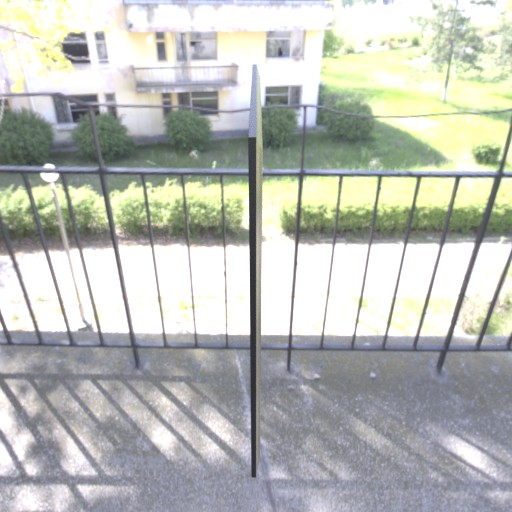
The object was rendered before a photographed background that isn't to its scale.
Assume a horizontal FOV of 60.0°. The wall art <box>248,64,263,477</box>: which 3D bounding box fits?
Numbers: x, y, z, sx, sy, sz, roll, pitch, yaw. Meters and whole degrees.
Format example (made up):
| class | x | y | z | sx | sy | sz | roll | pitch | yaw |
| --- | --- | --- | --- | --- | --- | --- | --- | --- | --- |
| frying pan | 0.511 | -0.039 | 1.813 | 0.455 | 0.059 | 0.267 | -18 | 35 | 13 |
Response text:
| class | x | y | z | sx | sy | sz | roll | pitch | yaw |
| --- | --- | --- | --- | --- | --- | --- | --- | --- | --- |
| wall art | 0.000 | 0.000 | 0.921 | 0.018 | 0.660 | 0.559 | 0 | 31 | 0 |
